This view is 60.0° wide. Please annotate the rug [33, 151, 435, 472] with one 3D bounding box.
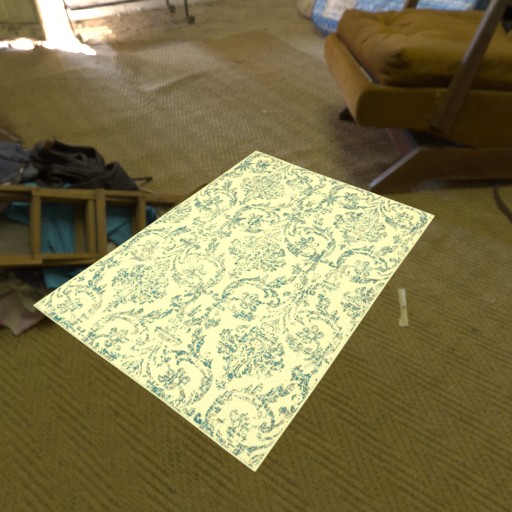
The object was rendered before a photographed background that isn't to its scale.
[{"bbox_3d":[0.000,0.000,2.868,1.586,0.014,2.197,26,49,26],"label":"rug"}]
